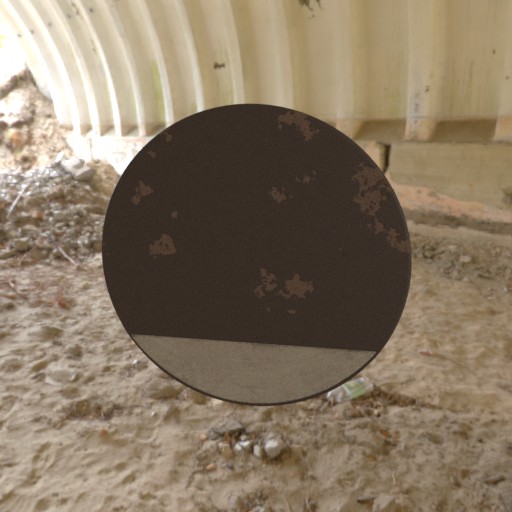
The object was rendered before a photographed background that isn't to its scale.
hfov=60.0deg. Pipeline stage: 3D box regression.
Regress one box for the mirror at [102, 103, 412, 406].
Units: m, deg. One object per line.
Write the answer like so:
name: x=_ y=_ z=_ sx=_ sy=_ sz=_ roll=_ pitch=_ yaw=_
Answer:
mirror: x=0.000 y=0.000 z=0.603 sx=0.386 sy=0.386 sz=0.126 roll=2 pitch=15 yaw=9
